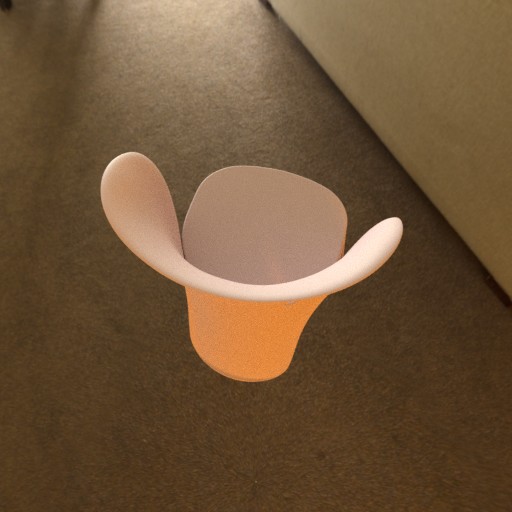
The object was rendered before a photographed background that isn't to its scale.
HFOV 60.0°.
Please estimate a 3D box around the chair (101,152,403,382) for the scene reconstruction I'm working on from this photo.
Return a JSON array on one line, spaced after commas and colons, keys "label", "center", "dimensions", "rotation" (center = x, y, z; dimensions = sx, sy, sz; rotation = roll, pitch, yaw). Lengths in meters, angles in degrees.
[{"label": "chair", "center": [0.000, 0.000, 0.885], "dimensions": [0.451, 0.554, 0.402], "rotation": [15, 64, 8]}]
